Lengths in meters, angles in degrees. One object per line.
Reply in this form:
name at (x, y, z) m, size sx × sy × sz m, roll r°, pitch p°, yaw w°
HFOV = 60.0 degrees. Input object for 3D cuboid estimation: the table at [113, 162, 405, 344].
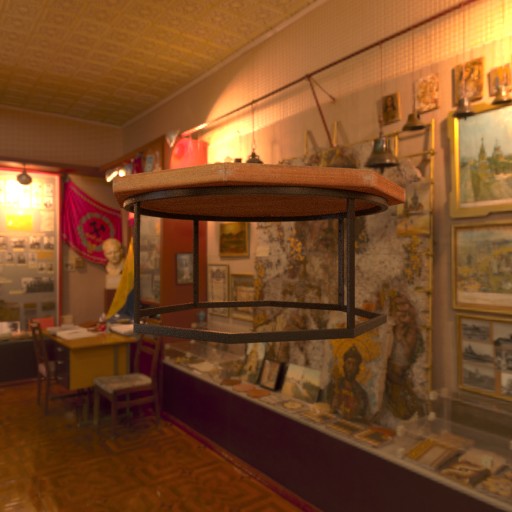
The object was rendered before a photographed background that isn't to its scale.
table at (0.000, 0.000, 1.544) m, size 1.002 × 0.444 × 1.002 m, roll 0°, pitch 0°, yaw 0°
